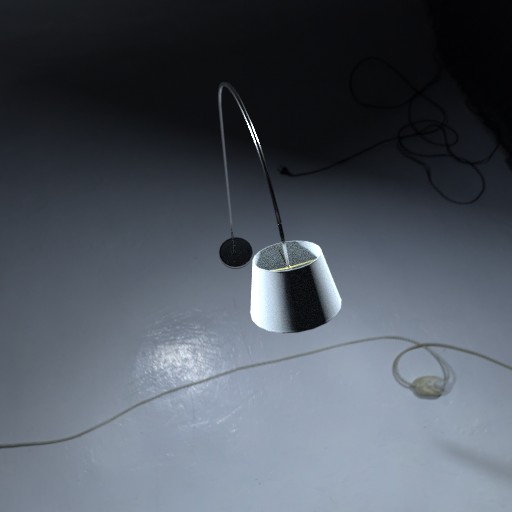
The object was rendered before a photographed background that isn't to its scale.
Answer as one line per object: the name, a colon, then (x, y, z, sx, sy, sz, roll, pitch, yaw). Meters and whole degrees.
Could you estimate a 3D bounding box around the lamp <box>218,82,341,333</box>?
lamp: (0.000, 0.000, 2.725, 0.406, 2.098, 1.445, -16, 64, -8)
